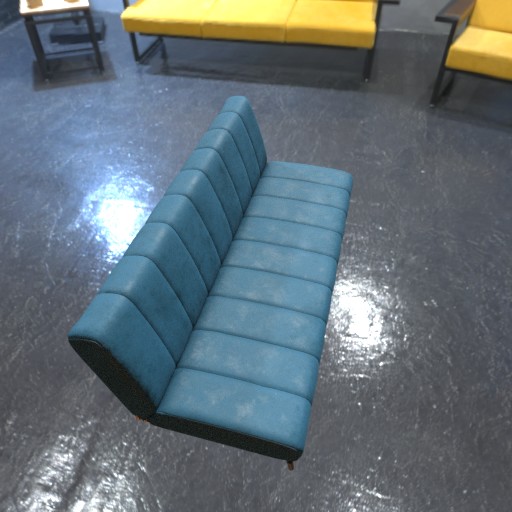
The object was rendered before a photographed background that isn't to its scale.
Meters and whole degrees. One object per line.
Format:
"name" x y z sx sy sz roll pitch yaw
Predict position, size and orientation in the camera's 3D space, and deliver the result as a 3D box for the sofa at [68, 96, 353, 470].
"sofa" 0.000 0.000 2.266 0.830 0.825 1.810 11 46 10
